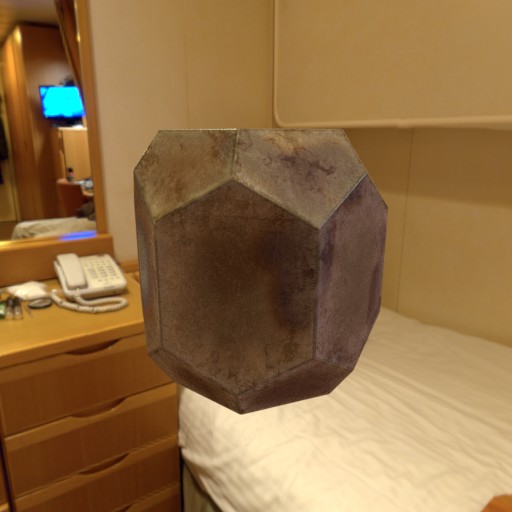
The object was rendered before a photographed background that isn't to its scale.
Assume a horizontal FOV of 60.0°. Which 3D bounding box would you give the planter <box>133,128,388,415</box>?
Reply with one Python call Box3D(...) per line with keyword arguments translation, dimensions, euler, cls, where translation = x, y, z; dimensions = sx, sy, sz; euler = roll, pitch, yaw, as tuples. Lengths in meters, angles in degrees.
Box3D(translation=(0.000, 0.000, 0.434), dimensions=(0.243, 0.238, 0.221), euler=(2, 15, 8), cls="planter")
